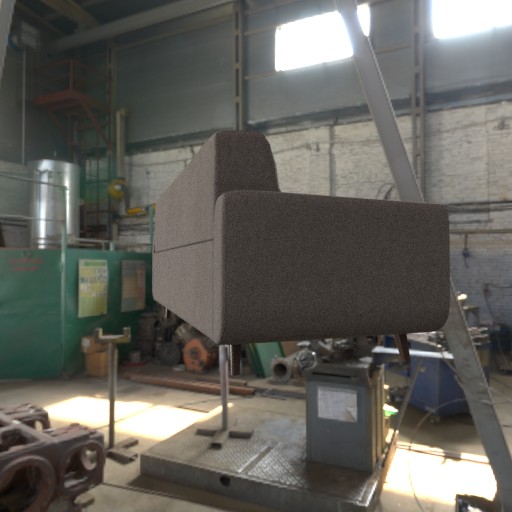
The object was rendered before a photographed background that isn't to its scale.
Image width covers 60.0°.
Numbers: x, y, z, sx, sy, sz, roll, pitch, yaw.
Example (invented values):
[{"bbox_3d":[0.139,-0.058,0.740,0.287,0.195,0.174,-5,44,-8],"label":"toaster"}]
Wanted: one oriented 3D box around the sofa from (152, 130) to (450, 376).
[{"bbox_3d":[0.000,0.000,2.429,0.909,0.841,2.029,0,-1,-19],"label":"sofa"}]
